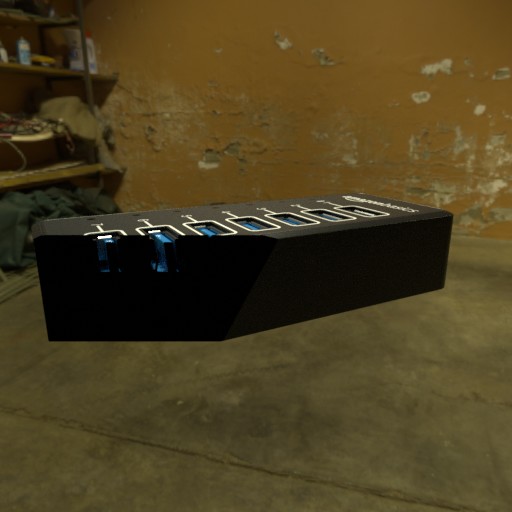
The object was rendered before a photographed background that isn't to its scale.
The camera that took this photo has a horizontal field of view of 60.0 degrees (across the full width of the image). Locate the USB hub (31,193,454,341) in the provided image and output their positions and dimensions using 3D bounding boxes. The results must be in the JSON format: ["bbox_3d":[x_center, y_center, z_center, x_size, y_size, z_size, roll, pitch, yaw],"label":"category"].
[{"bbox_3d":[0.000,0.000,0.124,0.110,0.023,0.044,-9,19,-26],"label":"USB hub"}]
